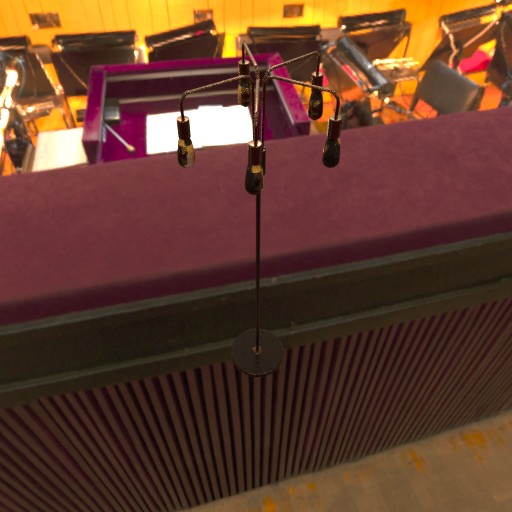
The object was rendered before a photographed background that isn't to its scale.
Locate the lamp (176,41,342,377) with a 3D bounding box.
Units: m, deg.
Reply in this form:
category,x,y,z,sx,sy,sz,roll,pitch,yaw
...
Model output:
category,x,y,z,sx,sy,sz,roll,pitch,yaw
lamp,0.000,0.000,2.033,0.572,1.721,0.599,-9,48,-9
